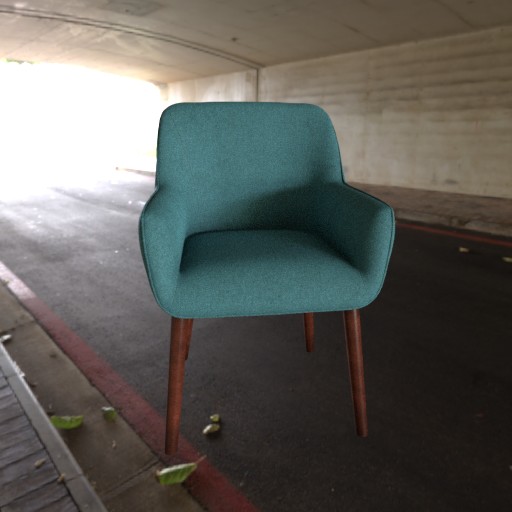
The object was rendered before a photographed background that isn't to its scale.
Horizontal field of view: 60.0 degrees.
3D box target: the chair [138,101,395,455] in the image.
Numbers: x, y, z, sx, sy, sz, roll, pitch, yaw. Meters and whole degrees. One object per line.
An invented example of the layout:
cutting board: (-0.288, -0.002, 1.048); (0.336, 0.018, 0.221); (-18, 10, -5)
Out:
chair: (0.000, 0.000, 1.181); (0.543, 0.803, 0.519); (-2, 16, -8)
